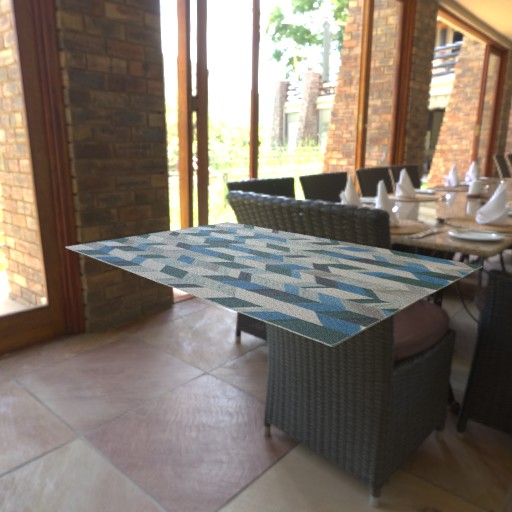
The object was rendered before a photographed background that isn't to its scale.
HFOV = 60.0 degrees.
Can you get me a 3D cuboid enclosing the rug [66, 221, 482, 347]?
[{"bbox_3d":[0.000,0.000,2.299,1.827,0.005,1.229,13,19,43],"label":"rug"}]
